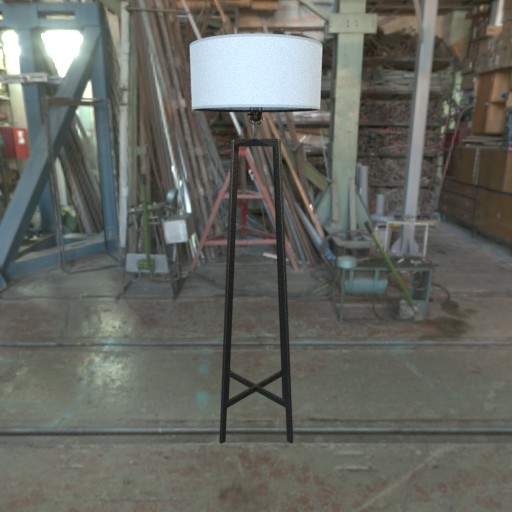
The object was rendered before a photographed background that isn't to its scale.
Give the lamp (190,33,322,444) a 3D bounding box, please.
[{"bbox_3d":[0.000,0.000,1.749,0.457,1.510,0.456,15,22,42],"label":"lamp"}]
